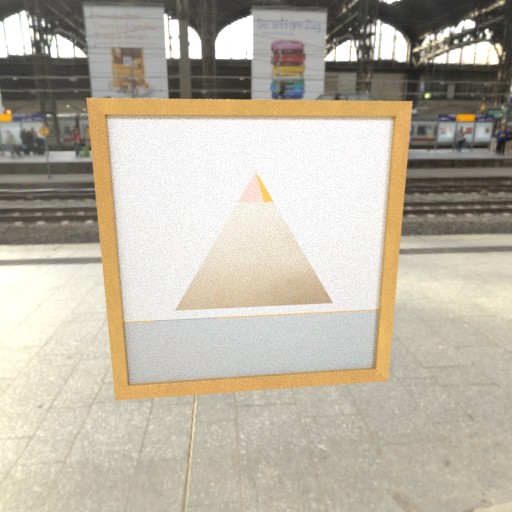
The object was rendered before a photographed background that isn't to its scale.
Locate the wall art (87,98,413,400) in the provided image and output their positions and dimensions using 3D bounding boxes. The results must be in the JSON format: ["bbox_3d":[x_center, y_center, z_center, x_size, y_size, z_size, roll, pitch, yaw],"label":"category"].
[{"bbox_3d":[0.000,0.000,2.913,1.935,1.936,0.097,-2,15,-7],"label":"wall art"}]
